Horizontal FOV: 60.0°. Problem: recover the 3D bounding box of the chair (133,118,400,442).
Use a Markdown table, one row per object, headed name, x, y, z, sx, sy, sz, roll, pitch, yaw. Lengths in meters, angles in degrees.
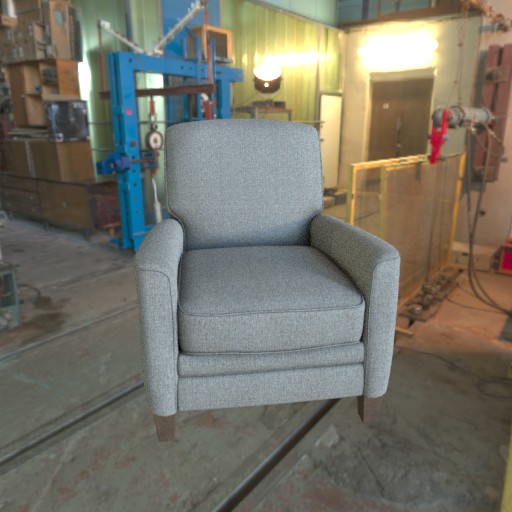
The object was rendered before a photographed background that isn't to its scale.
| name | x | y | z | sx | sy | sz | roll | pitch | yaw |
| --- | --- | --- | --- | --- | --- | --- | --- | --- | --- |
| chair | 0.000 | 0.000 | 1.698 | 0.848 | 1.014 | 0.864 | -2 | 17 | -8 |
